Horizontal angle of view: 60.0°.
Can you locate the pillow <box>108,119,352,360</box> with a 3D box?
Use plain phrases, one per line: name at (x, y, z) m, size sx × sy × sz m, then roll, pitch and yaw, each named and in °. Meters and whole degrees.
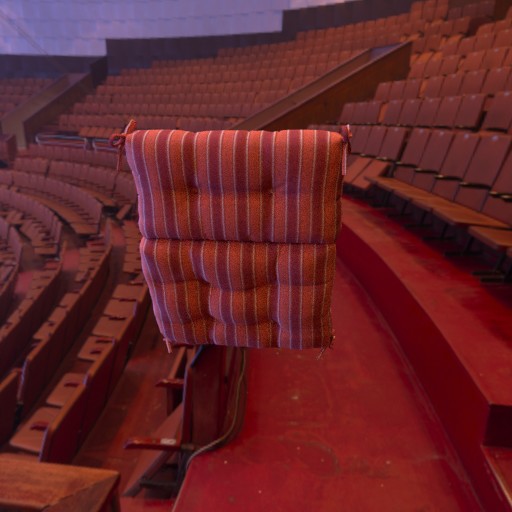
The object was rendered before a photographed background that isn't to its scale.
pillow at (0.000, 0.000, 1.483) m, size 0.526 × 0.863 × 1.016 m, roll 2°, pitch 17°, yaw 7°
